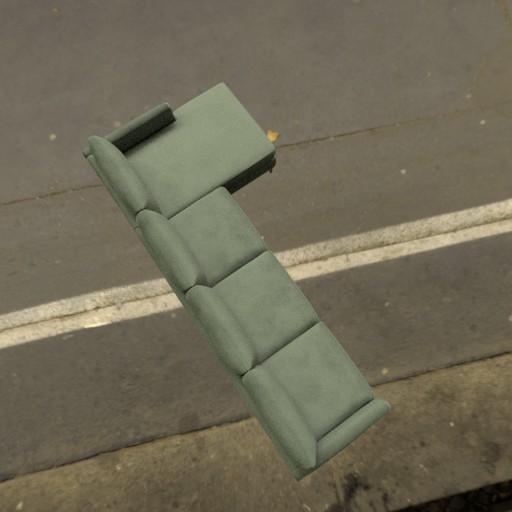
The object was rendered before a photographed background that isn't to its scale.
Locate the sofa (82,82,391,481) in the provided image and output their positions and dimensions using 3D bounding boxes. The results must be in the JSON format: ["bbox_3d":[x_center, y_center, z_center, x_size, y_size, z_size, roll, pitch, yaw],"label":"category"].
[{"bbox_3d":[0.000,0.000,3.205,1.255,0.756,2.725,-34,77,-9],"label":"sofa"}]
